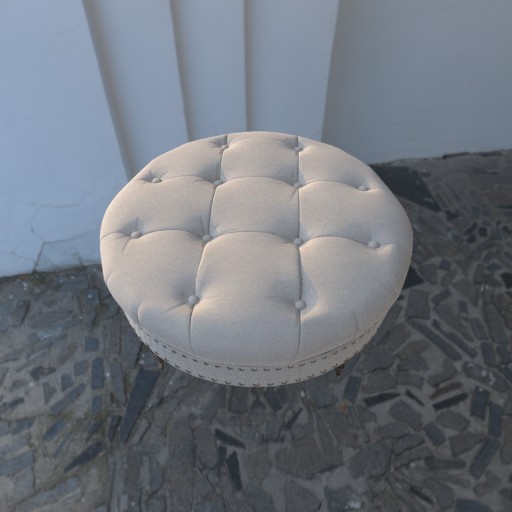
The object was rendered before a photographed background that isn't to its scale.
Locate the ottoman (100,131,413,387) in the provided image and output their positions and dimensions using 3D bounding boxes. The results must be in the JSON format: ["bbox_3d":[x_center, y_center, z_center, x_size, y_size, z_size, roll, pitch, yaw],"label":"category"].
[{"bbox_3d":[0.000,0.000,1.385,0.901,0.439,0.901,0,46,0],"label":"ottoman"}]
